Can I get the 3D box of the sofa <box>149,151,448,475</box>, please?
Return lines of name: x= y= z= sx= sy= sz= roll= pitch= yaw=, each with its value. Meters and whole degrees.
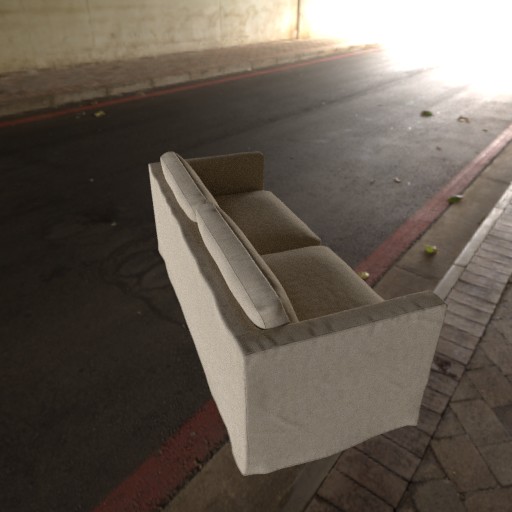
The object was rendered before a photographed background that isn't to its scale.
sofa: x=0.000 y=0.000 z=2.768 sx=0.956 sy=0.847 sz=2.296 roll=-11 pitch=32 yaw=-17
